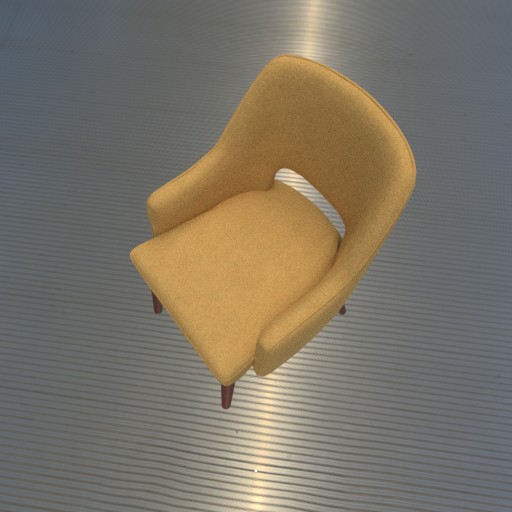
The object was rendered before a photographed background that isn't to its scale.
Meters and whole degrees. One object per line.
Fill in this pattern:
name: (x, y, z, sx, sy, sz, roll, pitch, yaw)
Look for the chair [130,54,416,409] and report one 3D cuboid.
chair: (0.000, 0.000, 1.232, 0.605, 0.849, 0.548, -35, 69, -16)
